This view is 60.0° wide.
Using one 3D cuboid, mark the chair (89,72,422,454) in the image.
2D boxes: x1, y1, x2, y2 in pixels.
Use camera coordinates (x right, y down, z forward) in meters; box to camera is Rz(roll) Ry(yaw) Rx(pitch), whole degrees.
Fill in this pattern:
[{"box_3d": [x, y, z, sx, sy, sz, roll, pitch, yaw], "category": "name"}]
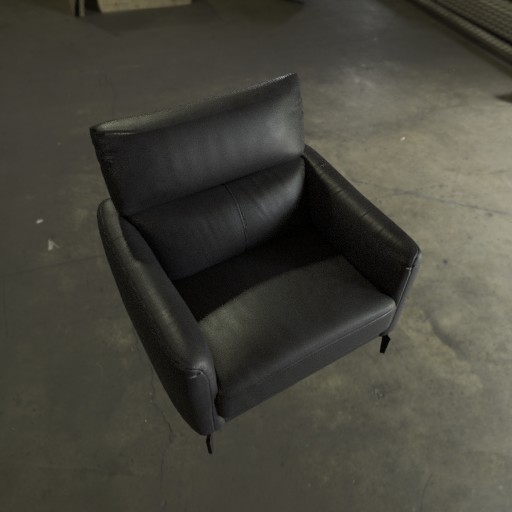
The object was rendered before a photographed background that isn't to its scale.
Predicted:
[{"box_3d": [0.000, 0.000, 1.645, 0.976, 0.949, 0.809, -23, 50, -21], "category": "chair"}]
